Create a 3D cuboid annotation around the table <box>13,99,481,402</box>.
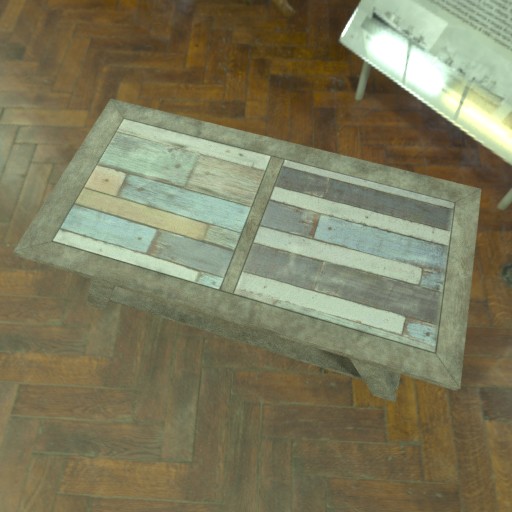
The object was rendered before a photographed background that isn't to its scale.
[{"bbox_3d":[0.000,0.000,1.484,1.219,0.470,0.610,16,64,8],"label":"table"}]
